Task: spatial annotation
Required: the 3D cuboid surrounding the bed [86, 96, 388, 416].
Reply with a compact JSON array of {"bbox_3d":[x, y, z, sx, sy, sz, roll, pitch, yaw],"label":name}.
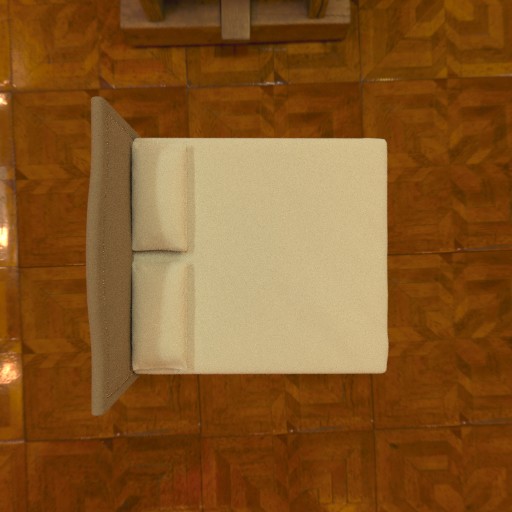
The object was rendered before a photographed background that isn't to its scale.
[{"bbox_3d":[0.000,0.000,3.497,2.182,1.421,2.083,0,90,0],"label":"bed"}]
